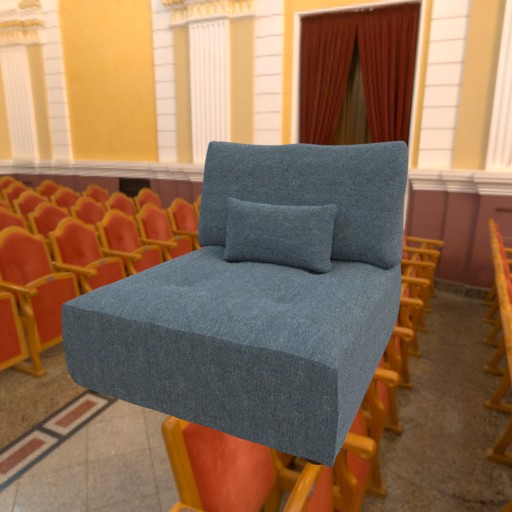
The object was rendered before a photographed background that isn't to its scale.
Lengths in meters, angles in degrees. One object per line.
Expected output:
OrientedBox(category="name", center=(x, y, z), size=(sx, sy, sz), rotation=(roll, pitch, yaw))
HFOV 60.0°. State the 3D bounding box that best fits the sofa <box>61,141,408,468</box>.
OrientedBox(category="sofa", center=(0.000, 0.000, 1.637), size=(0.930, 0.820, 1.000), rotation=(7, 16, 25))
